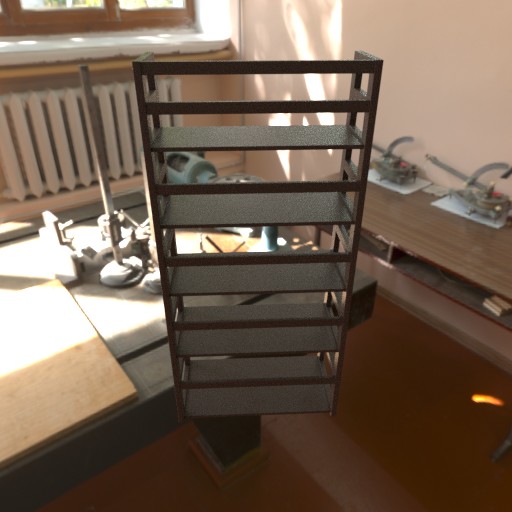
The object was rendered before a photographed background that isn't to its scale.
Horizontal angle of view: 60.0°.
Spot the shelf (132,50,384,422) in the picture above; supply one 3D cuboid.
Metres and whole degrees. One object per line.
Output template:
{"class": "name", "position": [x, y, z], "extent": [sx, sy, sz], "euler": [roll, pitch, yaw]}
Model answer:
{"class": "shelf", "position": [0.000, 0.000, 1.913], "extent": [0.763, 1.600, 0.403], "euler": [-1, 30, -2]}
